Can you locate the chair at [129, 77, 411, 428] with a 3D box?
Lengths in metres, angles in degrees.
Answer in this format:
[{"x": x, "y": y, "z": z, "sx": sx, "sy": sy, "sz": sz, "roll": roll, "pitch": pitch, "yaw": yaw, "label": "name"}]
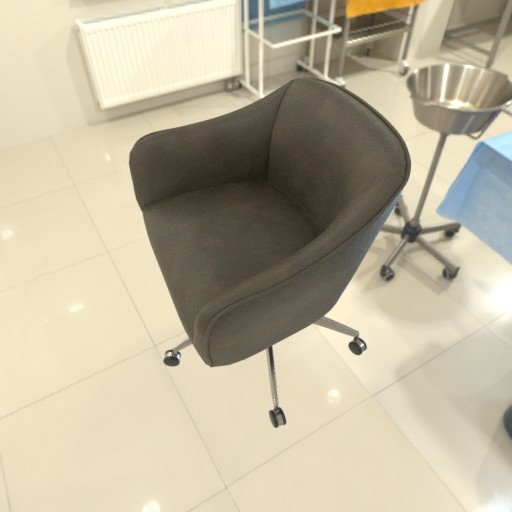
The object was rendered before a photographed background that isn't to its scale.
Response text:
[{"x": 0.000, "y": 0.000, "z": 1.326, "sx": 0.689, "sy": 0.827, "sz": 0.713, "roll": -18, "pitch": 49, "yaw": -16, "label": "chair"}]
